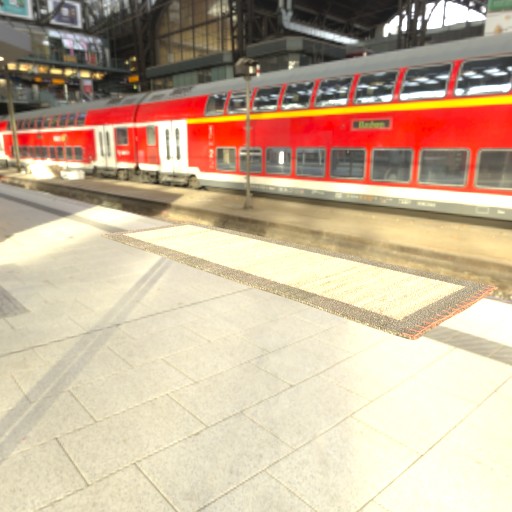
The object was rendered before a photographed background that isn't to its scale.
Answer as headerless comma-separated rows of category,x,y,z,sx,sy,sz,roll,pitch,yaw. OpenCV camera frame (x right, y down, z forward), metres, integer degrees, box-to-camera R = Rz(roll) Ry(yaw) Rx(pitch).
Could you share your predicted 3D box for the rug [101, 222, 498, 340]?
rug,0.000,0.000,2.620,0.810,0.016,2.413,-13,19,-42
